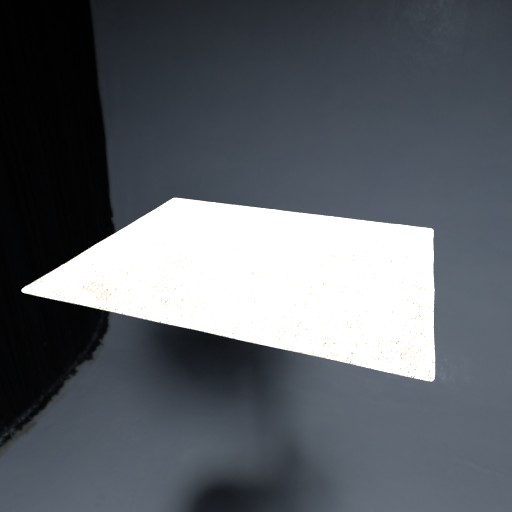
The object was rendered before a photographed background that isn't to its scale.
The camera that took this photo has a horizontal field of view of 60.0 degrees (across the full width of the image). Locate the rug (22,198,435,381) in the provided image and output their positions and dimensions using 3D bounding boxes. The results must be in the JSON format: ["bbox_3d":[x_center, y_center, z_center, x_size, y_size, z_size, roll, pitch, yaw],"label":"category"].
[{"bbox_3d":[0.000,0.000,4.036,3.047,0.029,2.438,9,27,18],"label":"rug"}]
